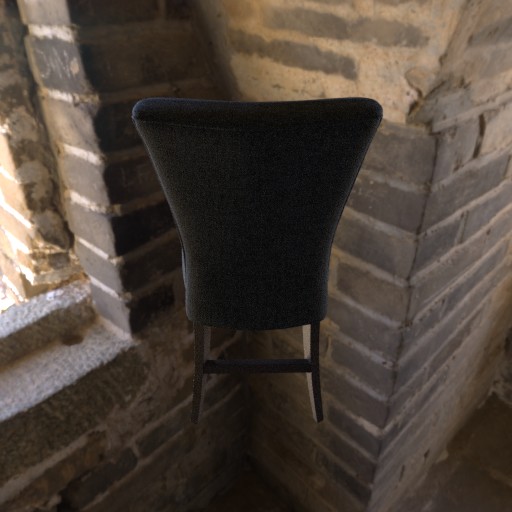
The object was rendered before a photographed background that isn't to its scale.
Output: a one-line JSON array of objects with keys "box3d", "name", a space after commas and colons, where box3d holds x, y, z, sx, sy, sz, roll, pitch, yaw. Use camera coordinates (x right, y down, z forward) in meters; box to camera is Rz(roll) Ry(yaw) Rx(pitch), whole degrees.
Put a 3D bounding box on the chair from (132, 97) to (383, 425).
[{"box3d": [0.000, 0.000, 1.356, 0.520, 0.991, 0.660, 0, 28, -1], "name": "chair"}]
